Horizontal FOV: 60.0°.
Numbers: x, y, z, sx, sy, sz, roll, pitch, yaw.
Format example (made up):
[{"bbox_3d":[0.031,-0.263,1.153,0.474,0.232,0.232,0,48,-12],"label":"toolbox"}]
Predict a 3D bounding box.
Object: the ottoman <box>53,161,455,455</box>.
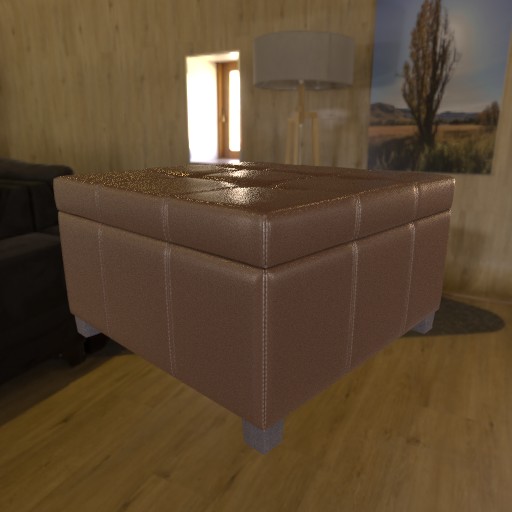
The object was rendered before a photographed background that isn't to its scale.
[{"bbox_3d":[0.000,0.000,1.253,0.788,0.460,0.787,15,22,42],"label":"ottoman"}]
